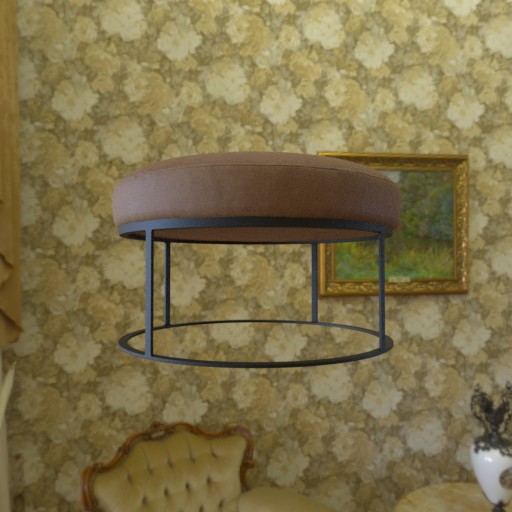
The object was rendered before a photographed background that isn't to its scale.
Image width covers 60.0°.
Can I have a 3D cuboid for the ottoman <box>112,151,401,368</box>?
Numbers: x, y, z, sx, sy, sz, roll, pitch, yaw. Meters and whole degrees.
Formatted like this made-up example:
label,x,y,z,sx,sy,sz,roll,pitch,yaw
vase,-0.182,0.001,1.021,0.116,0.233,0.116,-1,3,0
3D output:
label,x,y,z,sx,sy,sz,roll,pitch,yaw
ottoman,0.000,0.000,1.245,0.771,0.460,0.771,0,-1,0
